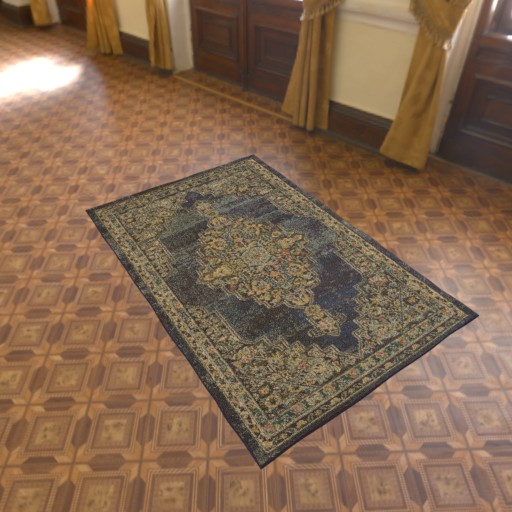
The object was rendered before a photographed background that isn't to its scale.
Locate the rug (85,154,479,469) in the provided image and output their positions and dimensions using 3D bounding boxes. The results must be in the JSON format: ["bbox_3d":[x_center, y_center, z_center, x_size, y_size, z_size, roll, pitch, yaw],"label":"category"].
[{"bbox_3d":[0.000,0.000,2.259,1.184,0.012,1.781,-24,47,-25],"label":"rug"}]
